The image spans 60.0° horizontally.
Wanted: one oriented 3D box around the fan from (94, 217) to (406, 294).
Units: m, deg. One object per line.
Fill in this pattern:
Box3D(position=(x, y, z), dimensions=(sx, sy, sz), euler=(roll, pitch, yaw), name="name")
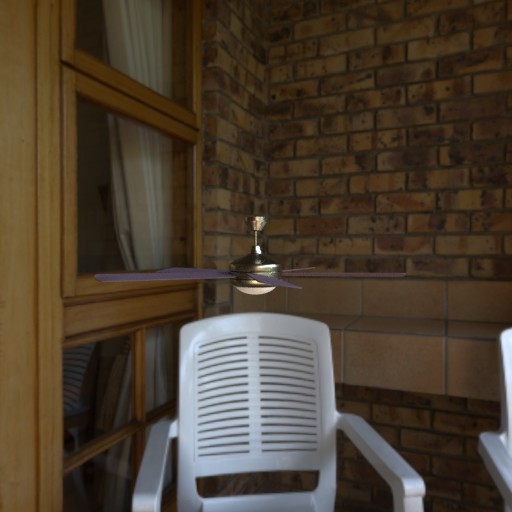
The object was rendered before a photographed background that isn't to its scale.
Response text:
Box3D(position=(0.000, 0.000, 2.055), dimensions=(1.321, 0.356, 1.321), euler=(0, 1, 17), name="fan")
